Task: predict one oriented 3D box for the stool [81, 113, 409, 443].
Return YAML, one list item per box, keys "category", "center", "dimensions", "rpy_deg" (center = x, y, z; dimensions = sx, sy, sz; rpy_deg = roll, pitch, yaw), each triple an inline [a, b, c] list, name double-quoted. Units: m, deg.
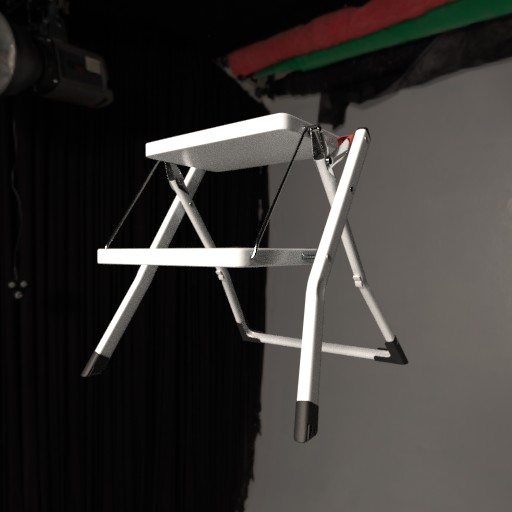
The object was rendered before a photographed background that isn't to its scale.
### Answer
- category: "stool"
  center: [0.000, 0.000, 0.851]
  dimensions: [0.485, 0.445, 0.490]
  rpy_deg: [0, 1, 37]
